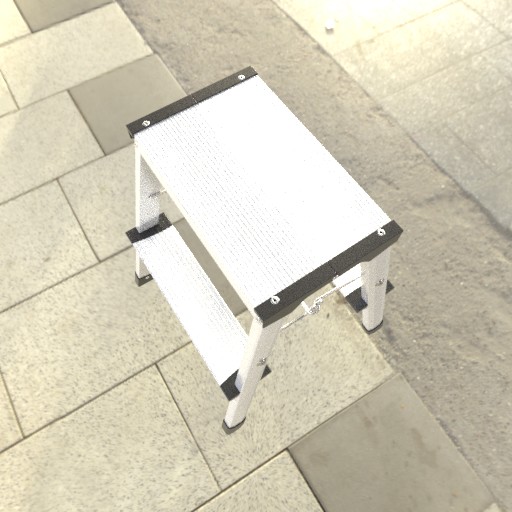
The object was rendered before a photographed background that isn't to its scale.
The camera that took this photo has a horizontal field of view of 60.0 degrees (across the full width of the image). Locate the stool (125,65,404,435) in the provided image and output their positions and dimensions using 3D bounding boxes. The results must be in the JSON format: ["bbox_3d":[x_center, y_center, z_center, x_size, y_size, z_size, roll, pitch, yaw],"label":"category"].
[{"bbox_3d":[0.000,0.000,0.779,0.405,0.480,0.404,-31,68,-14],"label":"stool"}]
